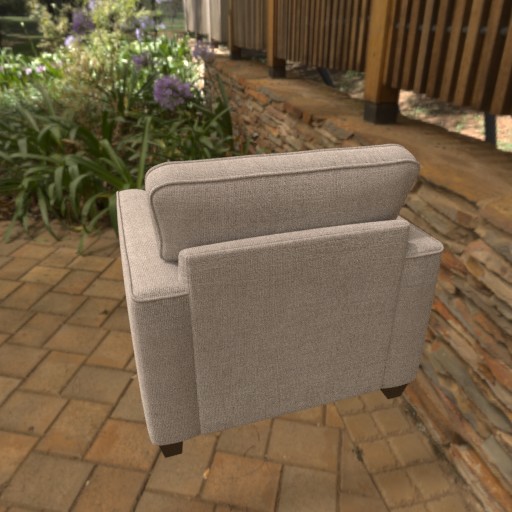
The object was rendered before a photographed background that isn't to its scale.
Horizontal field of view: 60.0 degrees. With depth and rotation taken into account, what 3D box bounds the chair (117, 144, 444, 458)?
[{"bbox_3d":[0.000,0.000,1.752,1.015,0.965,0.939,-8,28,-16],"label":"chair"}]
